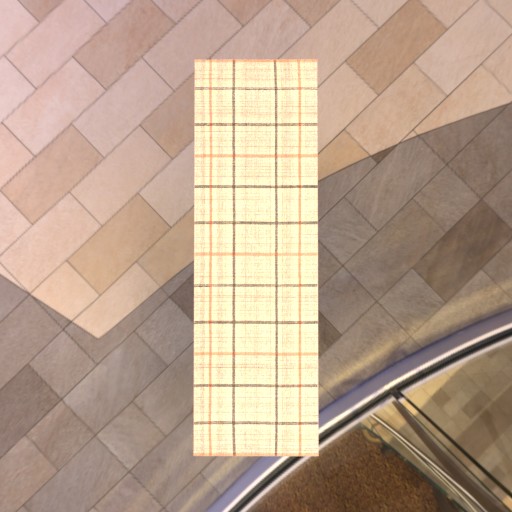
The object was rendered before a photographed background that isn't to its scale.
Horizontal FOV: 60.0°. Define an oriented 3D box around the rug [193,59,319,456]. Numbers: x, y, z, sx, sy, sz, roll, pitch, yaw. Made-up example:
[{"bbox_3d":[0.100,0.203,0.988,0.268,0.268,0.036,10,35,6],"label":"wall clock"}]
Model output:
[{"bbox_3d":[0.000,0.000,2.728,0.762,0.008,2.439,0,89,0],"label":"rug"}]
